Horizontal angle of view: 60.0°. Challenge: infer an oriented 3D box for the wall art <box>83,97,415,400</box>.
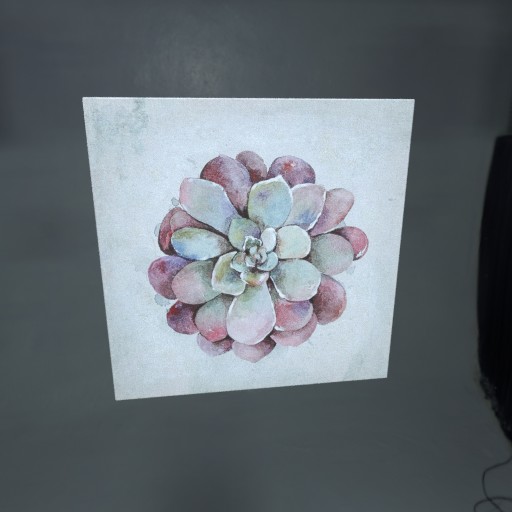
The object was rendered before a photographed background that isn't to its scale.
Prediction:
[{"bbox_3d":[0.000,0.000,1.138,0.762,0.762,0.041,-2,17,-8],"label":"wall art"}]
